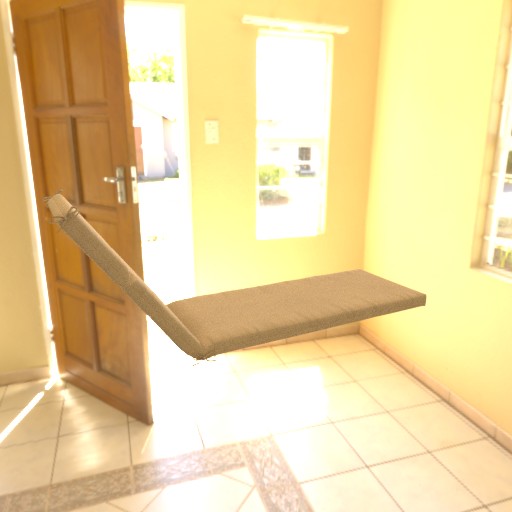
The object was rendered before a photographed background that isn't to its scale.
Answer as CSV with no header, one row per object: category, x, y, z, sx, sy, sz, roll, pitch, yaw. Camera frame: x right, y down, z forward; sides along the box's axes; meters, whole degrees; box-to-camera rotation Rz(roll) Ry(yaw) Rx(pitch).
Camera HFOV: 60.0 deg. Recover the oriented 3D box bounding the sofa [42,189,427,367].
sofa,0.000,0.000,1.984,1.663,0.622,0.582,-8,17,-27
